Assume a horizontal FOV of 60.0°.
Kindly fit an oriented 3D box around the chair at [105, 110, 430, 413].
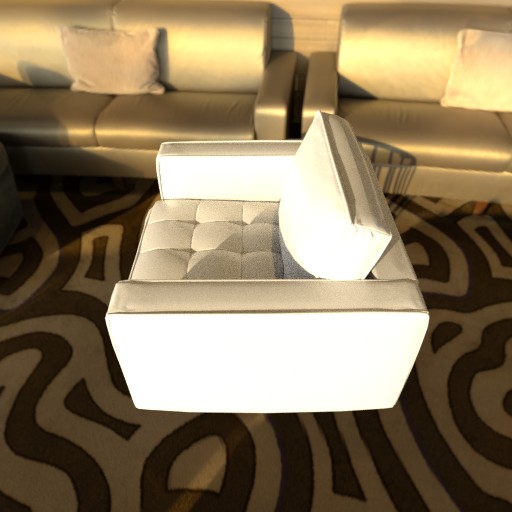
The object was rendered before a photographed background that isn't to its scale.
[{"bbox_3d":[0.000,0.000,1.508,0.843,0.773,0.928,0,41,0],"label":"chair"}]
